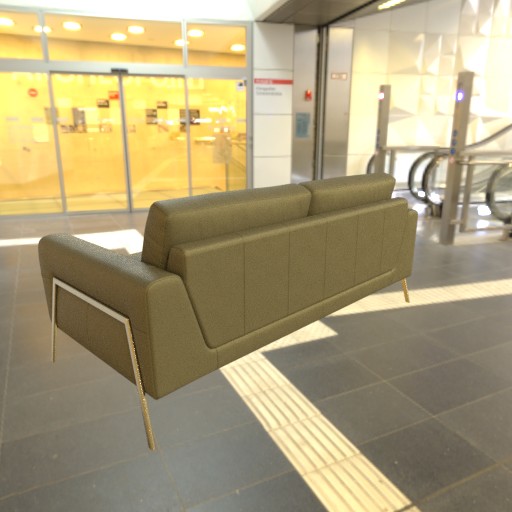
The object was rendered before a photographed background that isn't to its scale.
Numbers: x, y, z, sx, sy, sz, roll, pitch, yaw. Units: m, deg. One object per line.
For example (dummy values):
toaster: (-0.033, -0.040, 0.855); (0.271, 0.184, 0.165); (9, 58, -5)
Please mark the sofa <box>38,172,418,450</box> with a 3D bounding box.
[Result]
sofa: (0.000, 0.000, 2.495); (0.953, 0.875, 2.017); (15, 22, 42)
